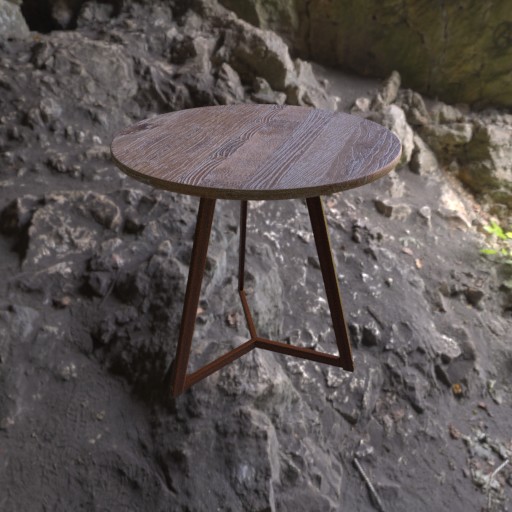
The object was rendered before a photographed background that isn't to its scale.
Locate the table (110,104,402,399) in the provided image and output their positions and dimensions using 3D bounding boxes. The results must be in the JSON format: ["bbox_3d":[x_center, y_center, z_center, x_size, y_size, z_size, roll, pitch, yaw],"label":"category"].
[{"bbox_3d":[0.000,0.000,0.916,0.500,0.500,0.500,0,31,0],"label":"table"}]
